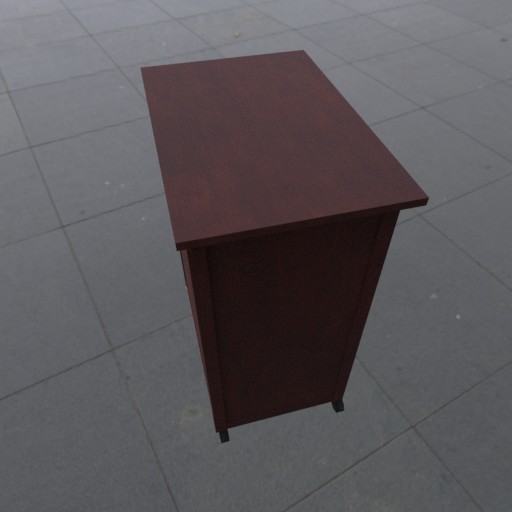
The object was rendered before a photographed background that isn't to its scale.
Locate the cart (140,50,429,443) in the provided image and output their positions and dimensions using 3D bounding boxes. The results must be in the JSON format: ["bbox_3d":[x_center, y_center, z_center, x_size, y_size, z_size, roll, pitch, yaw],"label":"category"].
[{"bbox_3d":[0.000,0.000,1.271,0.442,0.864,0.683,-11,47,-10],"label":"cart"}]
